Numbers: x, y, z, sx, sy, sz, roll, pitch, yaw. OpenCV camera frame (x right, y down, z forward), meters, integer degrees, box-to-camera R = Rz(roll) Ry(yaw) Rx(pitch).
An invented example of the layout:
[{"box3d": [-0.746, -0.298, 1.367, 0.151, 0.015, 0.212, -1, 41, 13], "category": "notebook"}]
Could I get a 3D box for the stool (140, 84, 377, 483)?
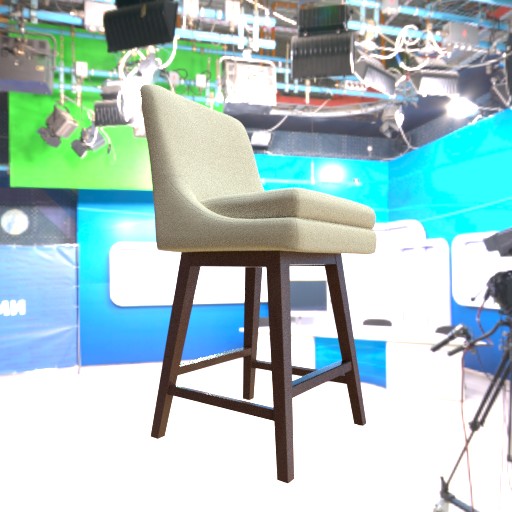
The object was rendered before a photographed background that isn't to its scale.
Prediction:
[{"box3d": [0.000, 0.000, 1.277, 0.559, 0.991, 0.483, -1, -1, 36], "category": "stool"}]
